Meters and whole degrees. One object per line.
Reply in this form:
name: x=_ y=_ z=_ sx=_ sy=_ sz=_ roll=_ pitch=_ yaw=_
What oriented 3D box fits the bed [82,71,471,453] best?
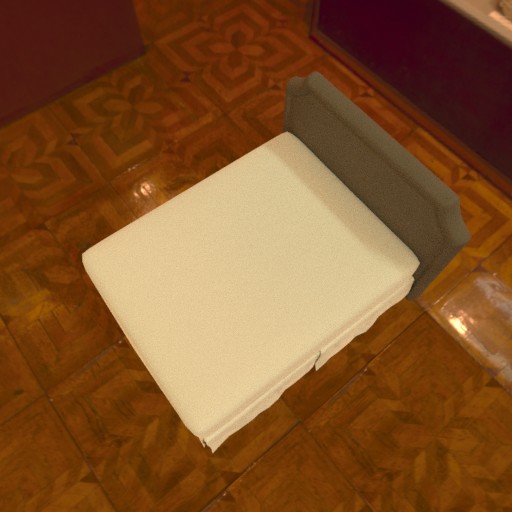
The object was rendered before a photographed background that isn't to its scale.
bed: x=0.000 y=0.000 z=3.287 sx=2.181 sy=1.297 sz=1.831 roll=-34 pitch=69 yaw=-15
